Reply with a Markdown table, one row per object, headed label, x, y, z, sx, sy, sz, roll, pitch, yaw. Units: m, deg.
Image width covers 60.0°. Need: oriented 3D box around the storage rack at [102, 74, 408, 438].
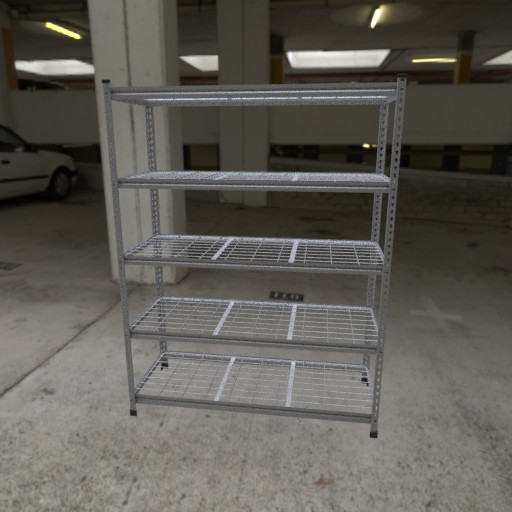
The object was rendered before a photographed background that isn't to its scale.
| label | x | y | z | sx | sy | sz | roll | pitch | yaw |
| --- | --- | --- | --- | --- | --- | --- | --- | --- | --- |
| storage rack | 0.000 | 0.000 | 2.720 | 1.524 | 1.981 | 0.610 | 2 | 15 | 8 |
